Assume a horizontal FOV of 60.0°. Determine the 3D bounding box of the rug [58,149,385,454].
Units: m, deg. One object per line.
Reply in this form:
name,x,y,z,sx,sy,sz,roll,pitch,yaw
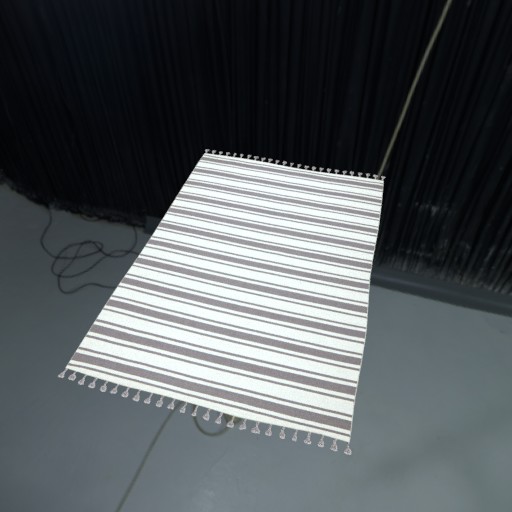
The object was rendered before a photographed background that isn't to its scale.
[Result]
rug,0.000,0.000,3.900,2.030,0.017,3.040,11,47,11
